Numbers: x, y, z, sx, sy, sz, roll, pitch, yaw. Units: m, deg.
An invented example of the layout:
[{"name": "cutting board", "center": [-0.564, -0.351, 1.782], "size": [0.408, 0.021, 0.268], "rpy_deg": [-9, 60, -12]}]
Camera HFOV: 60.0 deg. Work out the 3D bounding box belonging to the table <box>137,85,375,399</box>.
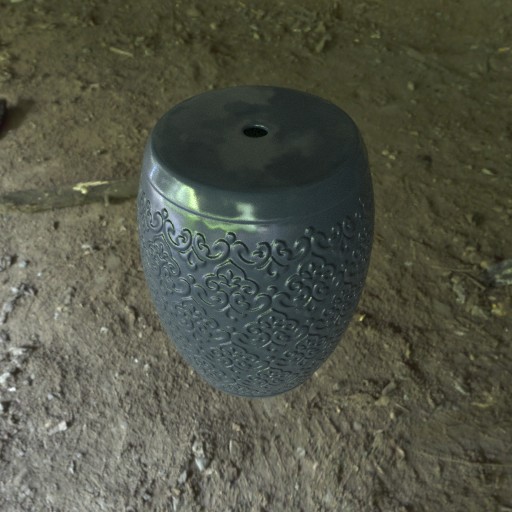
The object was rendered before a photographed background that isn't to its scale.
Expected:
[{"name": "table", "center": [0.000, 0.000, 0.628], "size": [0.309, 0.397, 0.309], "rpy_deg": [0, 45, 0]}]
